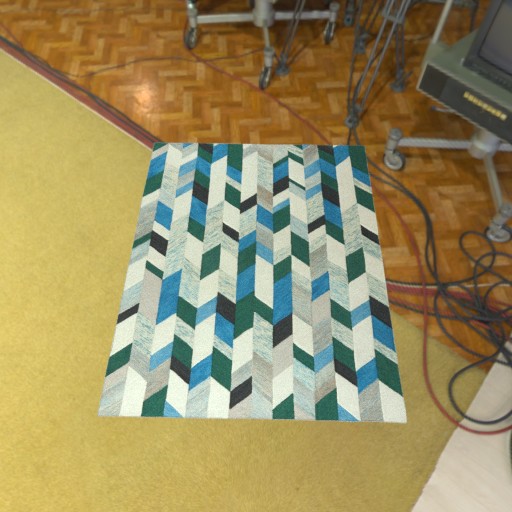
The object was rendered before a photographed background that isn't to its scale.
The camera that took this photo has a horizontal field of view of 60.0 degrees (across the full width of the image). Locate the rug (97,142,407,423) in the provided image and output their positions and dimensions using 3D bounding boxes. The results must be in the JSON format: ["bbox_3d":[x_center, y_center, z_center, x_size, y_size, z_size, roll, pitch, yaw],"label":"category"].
[{"bbox_3d":[0.000,0.000,4.282,2.440,0.008,3.036,1,58,1],"label":"rug"}]
